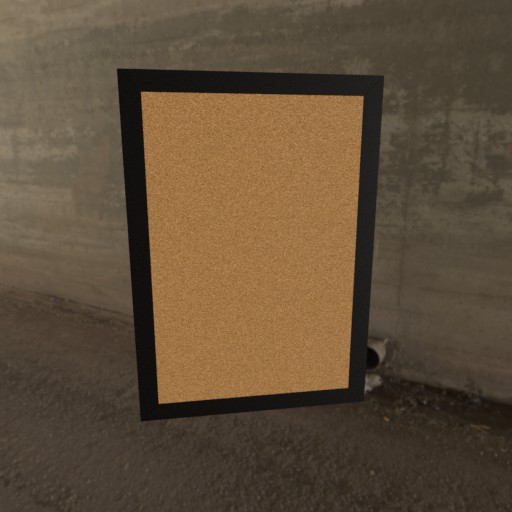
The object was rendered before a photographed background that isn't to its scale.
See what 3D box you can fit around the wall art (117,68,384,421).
[{"bbox_3d":[0.000,0.000,0.593,0.326,0.459,0.011,-2,14,-9],"label":"wall art"}]
